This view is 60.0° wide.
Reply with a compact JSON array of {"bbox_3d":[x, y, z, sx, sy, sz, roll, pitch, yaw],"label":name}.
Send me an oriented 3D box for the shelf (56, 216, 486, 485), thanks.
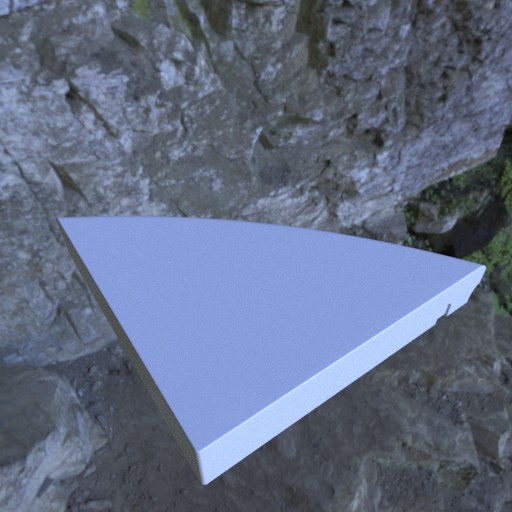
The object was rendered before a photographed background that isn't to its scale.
[{"bbox_3d":[0.000,0.000,0.454,0.310,0.050,0.310,-25,47,-26],"label":"shelf"}]
